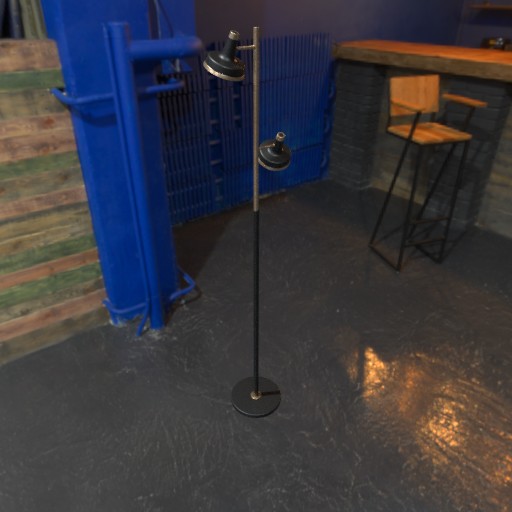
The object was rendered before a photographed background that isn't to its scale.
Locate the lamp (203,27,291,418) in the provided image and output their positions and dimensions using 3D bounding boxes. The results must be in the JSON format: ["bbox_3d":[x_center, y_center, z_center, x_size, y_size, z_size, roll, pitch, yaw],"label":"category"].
[{"bbox_3d":[0.000,0.000,1.822,0.351,1.674,0.253,-20,36,-30],"label":"lamp"}]
